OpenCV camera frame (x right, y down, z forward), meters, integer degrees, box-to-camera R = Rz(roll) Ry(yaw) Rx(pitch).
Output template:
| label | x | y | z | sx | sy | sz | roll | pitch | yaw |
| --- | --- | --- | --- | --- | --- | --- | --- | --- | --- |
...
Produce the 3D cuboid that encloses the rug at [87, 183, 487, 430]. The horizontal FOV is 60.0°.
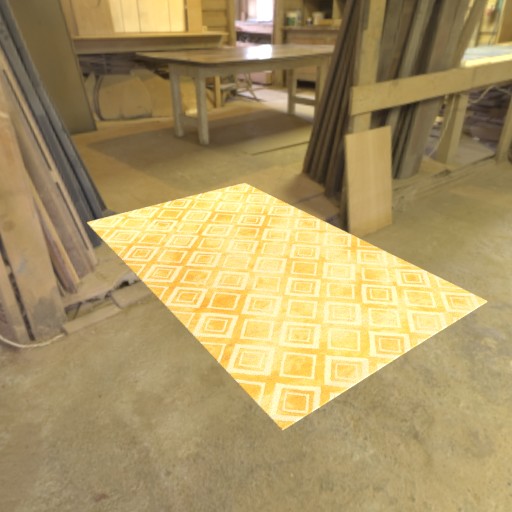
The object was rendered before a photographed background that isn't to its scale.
| label | x | y | z | sx | sy | sz | roll | pitch | yaw |
| --- | --- | --- | --- | --- | --- | --- | --- | --- | --- |
| rug | 0.000 | 0.000 | 3.002 | 1.511 | 0.010 | 2.424 | -20 | 35 | -31 |
